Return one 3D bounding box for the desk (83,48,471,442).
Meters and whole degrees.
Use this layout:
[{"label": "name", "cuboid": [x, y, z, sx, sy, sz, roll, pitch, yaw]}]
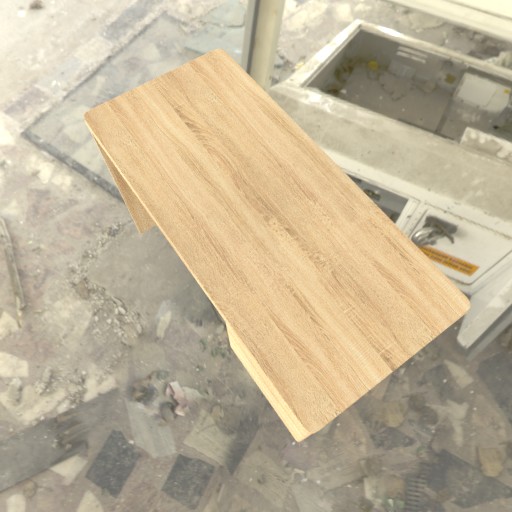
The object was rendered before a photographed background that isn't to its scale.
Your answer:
[{"label": "desk", "cuboid": [0.000, 0.000, 1.641, 0.550, 0.760, 1.200, -33, 68, -15]}]
